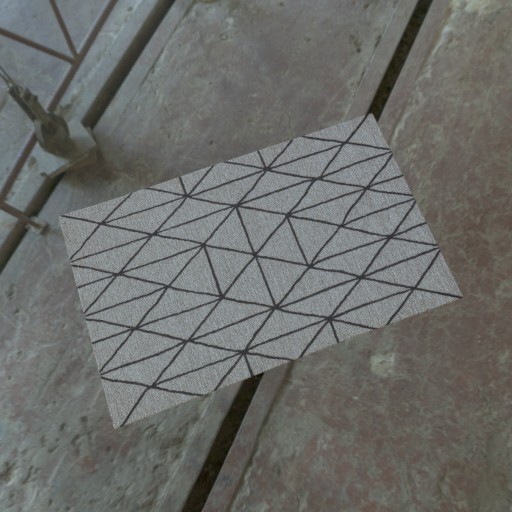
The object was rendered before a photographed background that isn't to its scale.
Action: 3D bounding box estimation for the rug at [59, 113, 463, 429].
[{"bbox_3d":[0.000,0.000,3.110,2.465,0.008,1.526,-19,76,-5],"label":"rug"}]
